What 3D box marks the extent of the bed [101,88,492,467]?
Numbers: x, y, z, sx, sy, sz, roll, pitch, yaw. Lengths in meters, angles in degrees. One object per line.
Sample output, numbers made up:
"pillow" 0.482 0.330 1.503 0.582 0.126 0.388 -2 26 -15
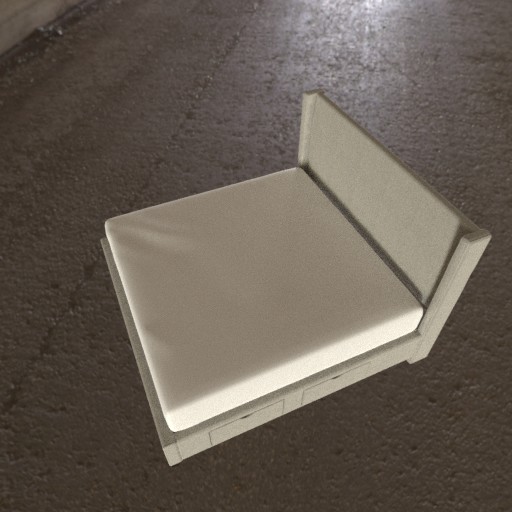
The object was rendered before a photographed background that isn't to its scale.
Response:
"bed" 0.000 0.000 3.632 2.280 1.470 2.140 -18 49 -16
